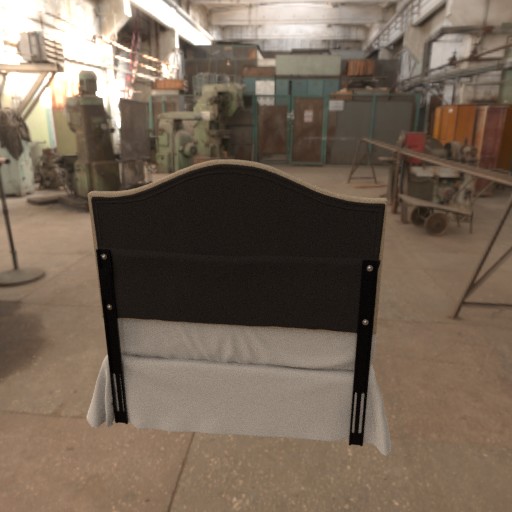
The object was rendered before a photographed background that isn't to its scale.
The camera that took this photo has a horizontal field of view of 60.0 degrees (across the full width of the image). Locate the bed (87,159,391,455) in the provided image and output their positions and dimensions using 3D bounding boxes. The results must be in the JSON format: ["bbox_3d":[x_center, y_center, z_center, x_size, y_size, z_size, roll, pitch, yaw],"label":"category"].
[{"bbox_3d":[0.000,0.000,3.444,1.876,1.645,2.221,2,17,7],"label":"bed"}]
